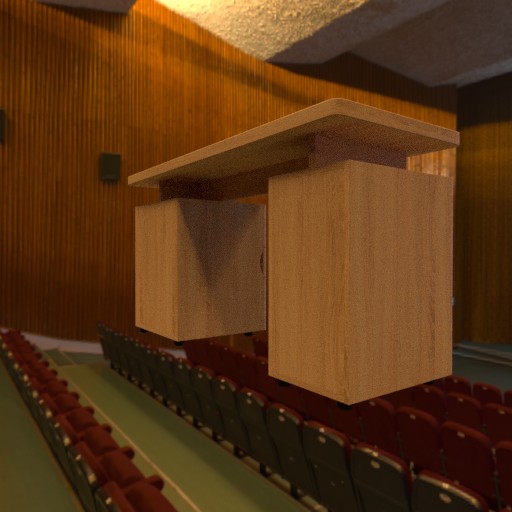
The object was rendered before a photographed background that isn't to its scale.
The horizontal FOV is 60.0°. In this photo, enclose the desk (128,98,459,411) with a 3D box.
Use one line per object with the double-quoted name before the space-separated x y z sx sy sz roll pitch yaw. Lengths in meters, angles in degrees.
"desk" 0.000 0.000 1.765 0.550 0.760 1.400 0 1 -36
